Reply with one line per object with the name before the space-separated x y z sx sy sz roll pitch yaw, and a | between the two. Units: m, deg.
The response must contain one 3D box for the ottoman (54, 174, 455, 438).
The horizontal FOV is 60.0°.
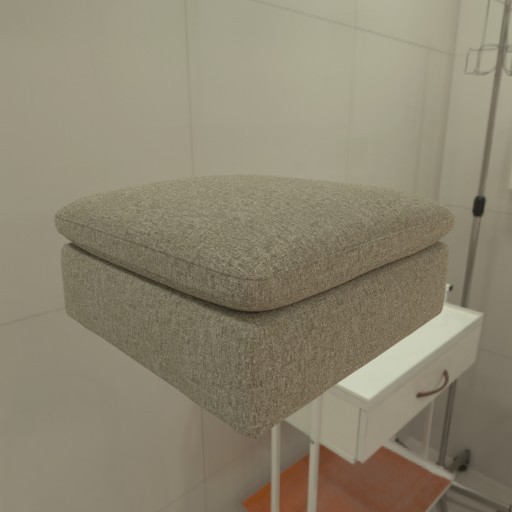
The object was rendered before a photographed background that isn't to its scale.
ottoman | 0.000 0.000 1.579 1.035 0.526 1.039 16 22 43
